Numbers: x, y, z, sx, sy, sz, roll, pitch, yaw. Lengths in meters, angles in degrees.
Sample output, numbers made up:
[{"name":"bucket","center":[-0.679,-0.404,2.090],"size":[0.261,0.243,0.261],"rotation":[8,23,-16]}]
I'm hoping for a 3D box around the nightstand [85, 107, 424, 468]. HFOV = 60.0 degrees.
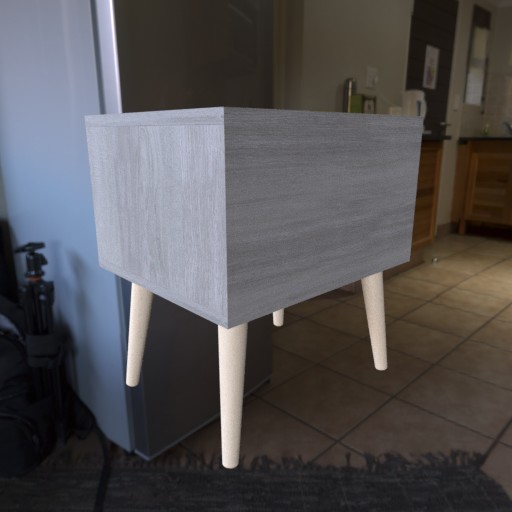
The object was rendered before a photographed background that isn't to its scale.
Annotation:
[{"name":"nightstand","center":[0.000,0.000,0.831],"size":[0.450,0.500,0.380],"rotation":[-14,21,-41]}]
